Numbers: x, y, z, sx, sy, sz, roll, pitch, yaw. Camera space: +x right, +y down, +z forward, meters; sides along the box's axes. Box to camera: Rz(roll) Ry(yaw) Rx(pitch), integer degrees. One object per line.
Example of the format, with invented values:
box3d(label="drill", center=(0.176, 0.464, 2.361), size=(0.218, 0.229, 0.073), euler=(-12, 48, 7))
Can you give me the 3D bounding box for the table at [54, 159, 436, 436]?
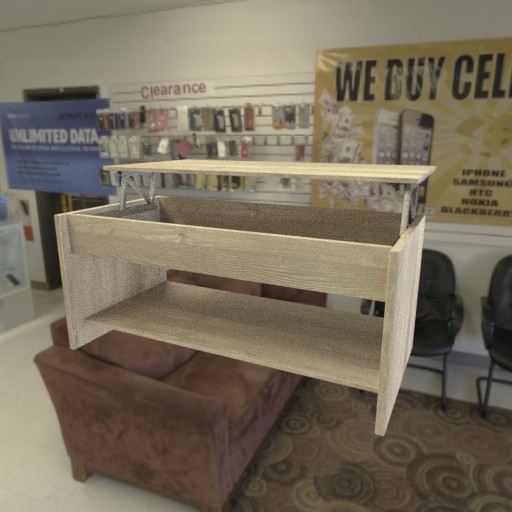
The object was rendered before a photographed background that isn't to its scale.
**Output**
box3d(label="table", center=(0.000, 0.000, 1.464), size=(1.000, 0.570, 0.712), euler=(7, 17, 25))
